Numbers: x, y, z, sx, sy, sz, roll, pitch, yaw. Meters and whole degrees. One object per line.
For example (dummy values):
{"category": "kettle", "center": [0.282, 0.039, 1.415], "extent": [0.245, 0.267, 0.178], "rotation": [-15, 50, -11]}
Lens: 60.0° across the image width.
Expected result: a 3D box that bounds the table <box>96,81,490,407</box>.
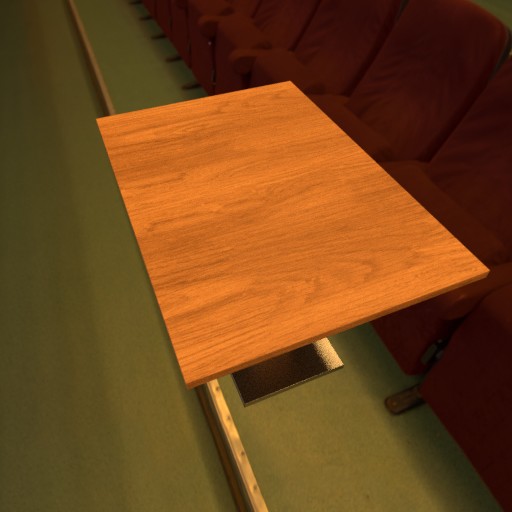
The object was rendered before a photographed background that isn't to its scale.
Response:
{"category": "table", "center": [0.000, 0.000, 1.834], "extent": [0.900, 0.770, 1.300], "rotation": [-17, 49, -16]}
